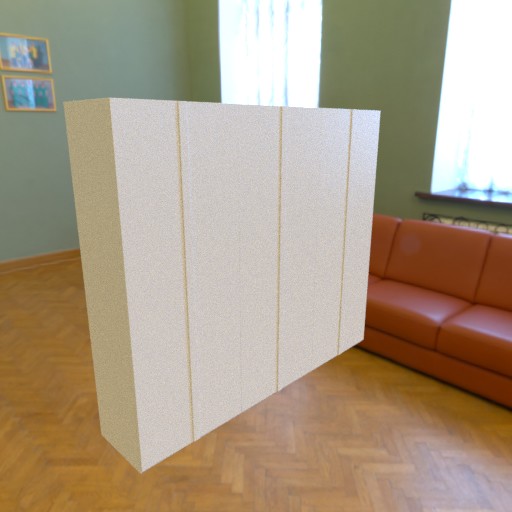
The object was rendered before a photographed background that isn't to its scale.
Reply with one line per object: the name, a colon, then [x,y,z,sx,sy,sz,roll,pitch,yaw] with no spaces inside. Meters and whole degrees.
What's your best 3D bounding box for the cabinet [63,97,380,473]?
cabinet: [0.000,0.000,3.722,2.700,2.370,0.590,-16,22,-43]
